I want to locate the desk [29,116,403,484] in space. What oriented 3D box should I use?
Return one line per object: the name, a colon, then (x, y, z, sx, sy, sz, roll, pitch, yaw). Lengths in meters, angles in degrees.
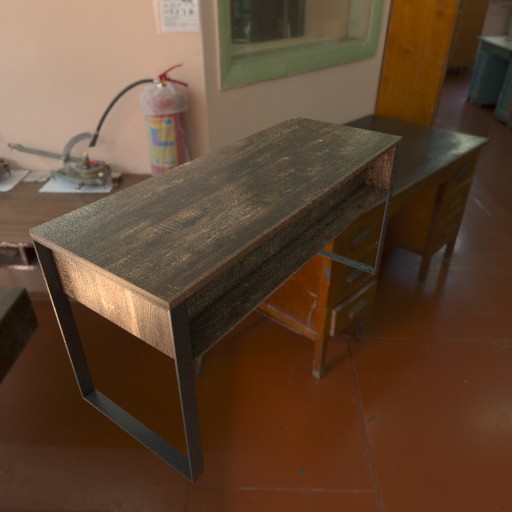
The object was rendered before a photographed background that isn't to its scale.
desk: (0.000, 0.000, 1.918, 0.599, 0.762, 1.524, 22, 39, 30)
